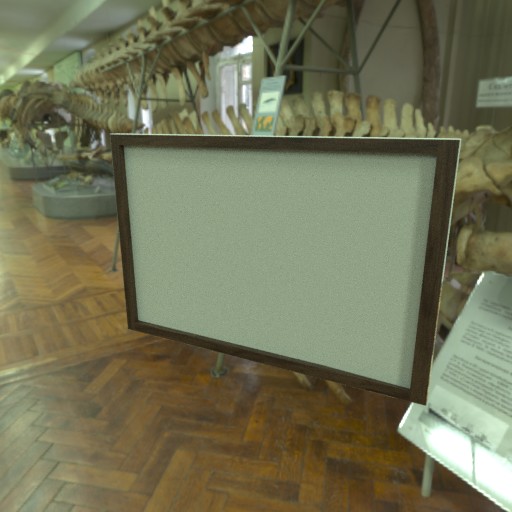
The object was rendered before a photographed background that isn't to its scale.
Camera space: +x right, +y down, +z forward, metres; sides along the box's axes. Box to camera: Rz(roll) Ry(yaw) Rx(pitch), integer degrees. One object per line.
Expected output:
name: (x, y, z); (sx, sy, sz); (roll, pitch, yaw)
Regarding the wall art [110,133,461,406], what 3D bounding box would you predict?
wall art: (0.000, 0.000, 1.942); (1.520, 1.016, 0.051); (8, 19, 25)
